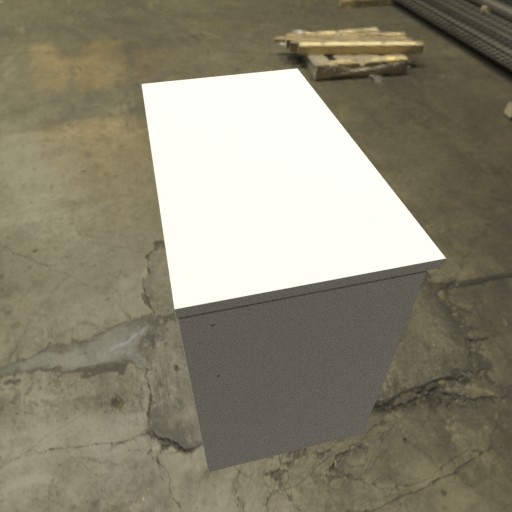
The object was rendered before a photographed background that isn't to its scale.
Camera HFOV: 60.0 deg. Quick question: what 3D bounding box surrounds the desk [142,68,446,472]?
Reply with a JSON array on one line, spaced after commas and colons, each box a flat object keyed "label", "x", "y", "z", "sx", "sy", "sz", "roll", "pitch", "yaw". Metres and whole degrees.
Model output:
[{"label": "desk", "x": 0.000, "y": 0.000, "z": 1.338, "sx": 0.498, "sy": 0.729, "sz": 0.900, "roll": -10, "pitch": 45, "yaw": -10}]
